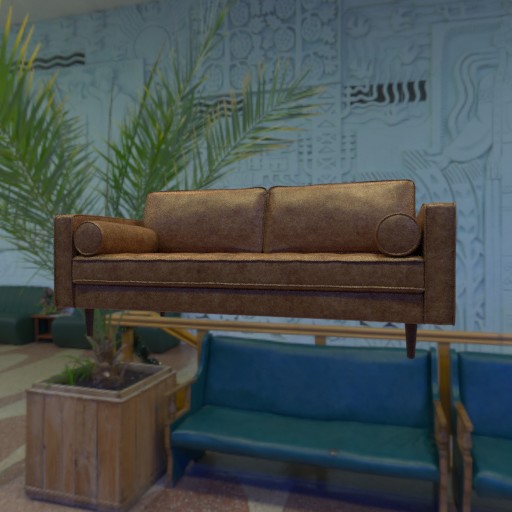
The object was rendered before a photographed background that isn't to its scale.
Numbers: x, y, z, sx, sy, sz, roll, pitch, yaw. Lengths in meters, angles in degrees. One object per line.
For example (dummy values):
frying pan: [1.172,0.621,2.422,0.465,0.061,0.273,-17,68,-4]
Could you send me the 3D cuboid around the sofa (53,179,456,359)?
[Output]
sofa: [0.000,0.000,2.394,1.920,0.825,0.924,0,0,18]
